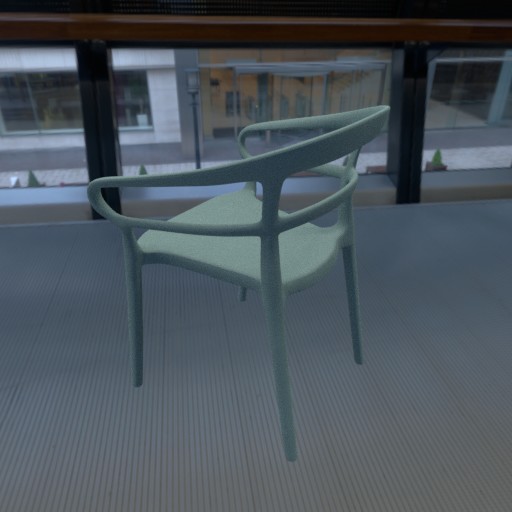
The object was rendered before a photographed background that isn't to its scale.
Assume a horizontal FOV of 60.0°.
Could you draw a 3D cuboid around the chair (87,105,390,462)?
[{"bbox_3d":[0.000,0.000,1.113,0.527,0.761,0.559,20,36,30],"label":"chair"}]
